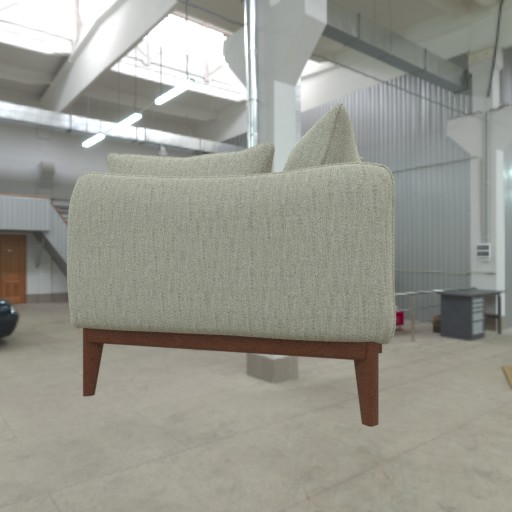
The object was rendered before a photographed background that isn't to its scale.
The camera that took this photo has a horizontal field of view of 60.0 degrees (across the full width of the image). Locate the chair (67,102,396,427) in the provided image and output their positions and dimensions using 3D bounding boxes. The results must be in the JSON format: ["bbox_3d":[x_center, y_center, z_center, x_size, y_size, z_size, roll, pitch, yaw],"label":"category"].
[{"bbox_3d":[0.000,0.000,1.672,0.991,0.855,0.994,0,0,16],"label":"chair"}]
